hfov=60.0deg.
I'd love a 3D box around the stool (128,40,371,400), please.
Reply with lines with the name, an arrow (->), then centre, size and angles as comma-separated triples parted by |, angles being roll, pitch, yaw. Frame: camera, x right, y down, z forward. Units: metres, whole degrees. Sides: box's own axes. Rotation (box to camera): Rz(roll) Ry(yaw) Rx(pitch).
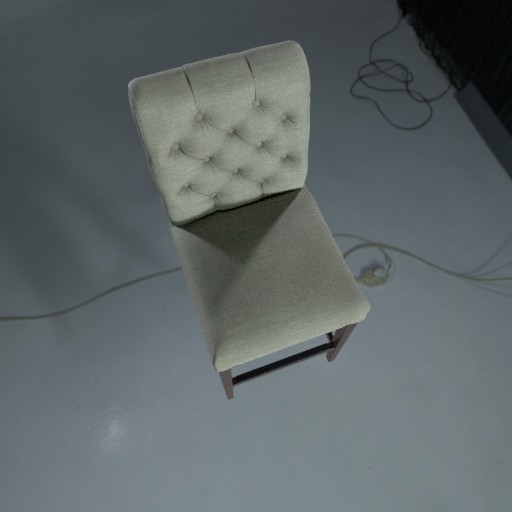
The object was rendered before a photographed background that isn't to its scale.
stool -> 0.000, 0.000, 1.468 | 0.486, 1.084, 0.660 | -18, 64, -9
